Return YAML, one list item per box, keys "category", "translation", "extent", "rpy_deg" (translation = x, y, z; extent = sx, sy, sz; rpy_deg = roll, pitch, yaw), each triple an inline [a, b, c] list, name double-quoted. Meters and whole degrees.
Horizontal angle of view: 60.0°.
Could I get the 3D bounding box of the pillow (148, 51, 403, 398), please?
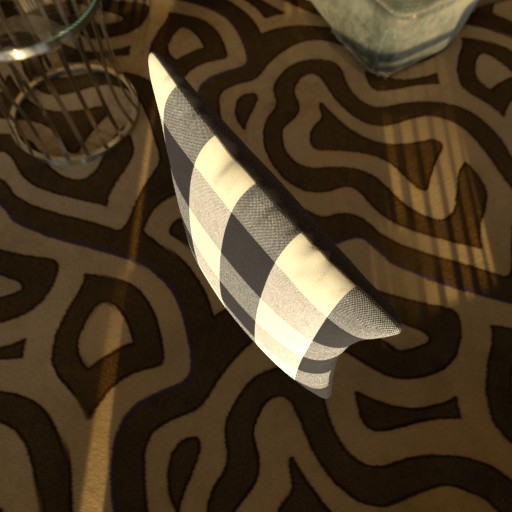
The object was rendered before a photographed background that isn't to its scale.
- category: "pillow"
  translation: [0.000, 0.000, 0.776]
  extent: [0.161, 0.509, 0.511]
  rpy_deg: [-34, 69, -15]
